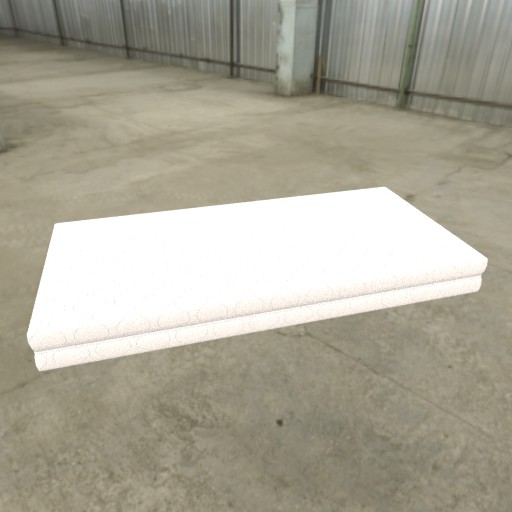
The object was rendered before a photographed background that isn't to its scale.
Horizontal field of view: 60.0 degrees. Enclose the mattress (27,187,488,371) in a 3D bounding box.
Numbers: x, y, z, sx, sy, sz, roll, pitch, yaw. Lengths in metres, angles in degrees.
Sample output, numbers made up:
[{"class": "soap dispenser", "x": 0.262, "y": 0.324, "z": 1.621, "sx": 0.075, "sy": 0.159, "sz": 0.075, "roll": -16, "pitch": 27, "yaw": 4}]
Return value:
[{"class": "mattress", "x": 0.000, "y": 0.000, "z": 2.160, "sx": 1.900, "sy": 0.200, "sz": 0.900, "roll": -8, "pitch": 31, "yaw": -13}]
